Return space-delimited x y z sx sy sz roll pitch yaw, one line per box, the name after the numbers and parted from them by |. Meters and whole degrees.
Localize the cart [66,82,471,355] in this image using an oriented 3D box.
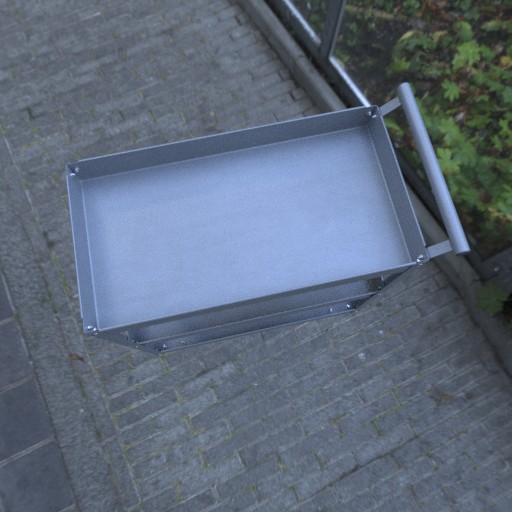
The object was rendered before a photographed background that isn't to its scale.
0.000 0.000 1.197 0.719 0.780 0.366 -12 74 -3 | cart
